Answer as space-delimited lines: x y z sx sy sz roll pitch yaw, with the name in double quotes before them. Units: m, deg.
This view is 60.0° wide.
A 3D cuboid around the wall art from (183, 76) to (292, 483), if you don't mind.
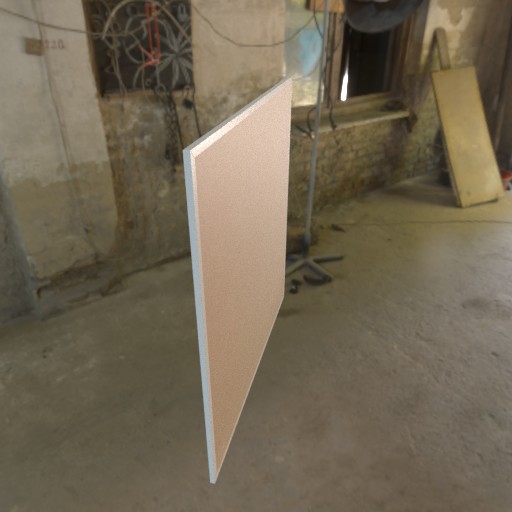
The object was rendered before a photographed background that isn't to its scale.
"wall art" 0.000 0.000 1.203 0.012 0.809 0.809 8 31 13
